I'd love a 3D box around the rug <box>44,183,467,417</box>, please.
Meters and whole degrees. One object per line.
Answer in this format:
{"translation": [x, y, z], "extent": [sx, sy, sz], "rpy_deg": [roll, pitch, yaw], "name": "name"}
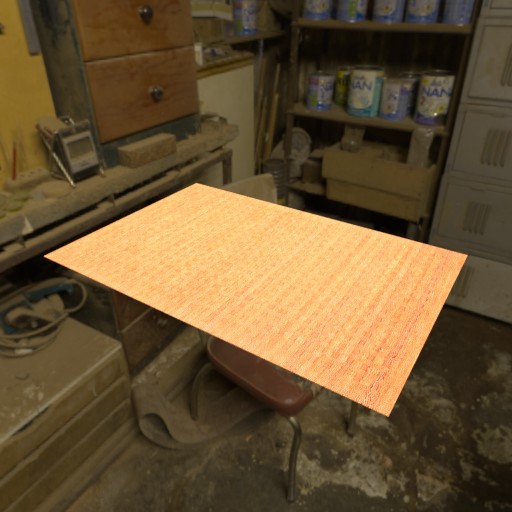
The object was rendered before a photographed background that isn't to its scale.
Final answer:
{"translation": [0.000, 0.000, 2.876], "extent": [2.285, 0.006, 1.524], "rpy_deg": [19, 36, 28], "name": "rug"}
